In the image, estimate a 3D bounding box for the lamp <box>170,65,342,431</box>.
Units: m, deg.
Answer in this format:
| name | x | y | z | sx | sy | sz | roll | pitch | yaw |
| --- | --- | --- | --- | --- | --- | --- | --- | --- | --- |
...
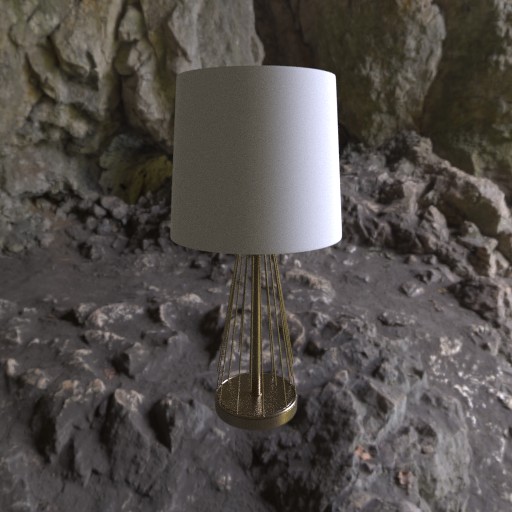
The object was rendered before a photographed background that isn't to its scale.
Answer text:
| name | x | y | z | sx | sy | sz | roll | pitch | yaw |
| --- | --- | --- | --- | --- | --- | --- | --- | --- | --- |
| lamp | 0.000 | 0.000 | 0.808 | 0.303 | 0.618 | 0.303 | 0 | 15 | 0 |
